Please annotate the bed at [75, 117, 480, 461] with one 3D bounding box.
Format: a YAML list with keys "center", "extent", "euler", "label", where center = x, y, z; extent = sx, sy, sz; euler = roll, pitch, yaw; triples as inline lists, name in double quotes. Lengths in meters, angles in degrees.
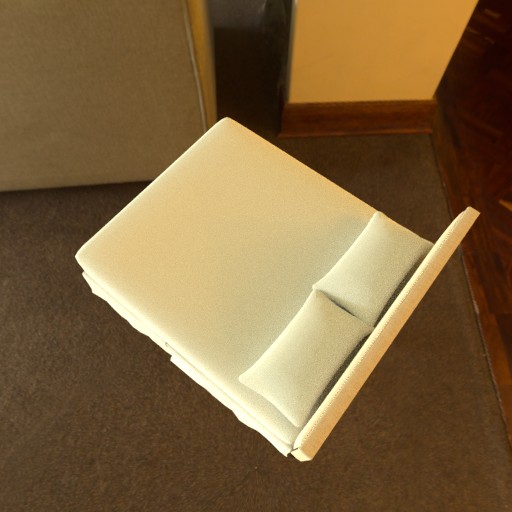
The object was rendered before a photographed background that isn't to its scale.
- center: [0.000, 0.000, 2.855]
  extent: [1.876, 1.016, 1.616]
  euler: [36, 70, 16]
  label: "bed"
